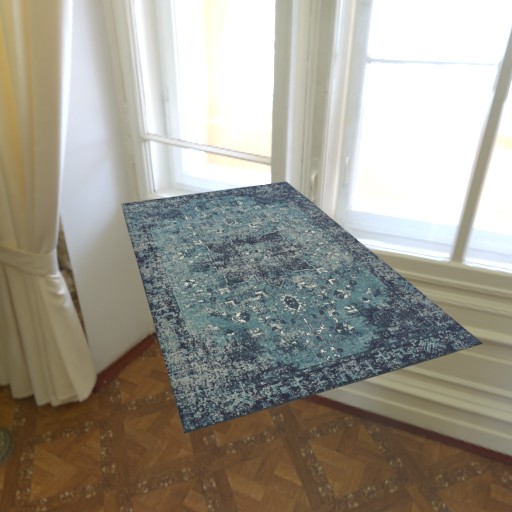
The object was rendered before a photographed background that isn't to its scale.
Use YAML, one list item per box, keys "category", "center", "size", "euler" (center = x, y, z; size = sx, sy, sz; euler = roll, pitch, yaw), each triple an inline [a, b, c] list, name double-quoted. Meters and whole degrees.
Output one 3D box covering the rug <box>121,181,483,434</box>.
- category: "rug"
  center: [0.000, 0.000, 2.981]
  size: [1.525, 0.007, 2.440]
  euler: [-11, 32, -18]
